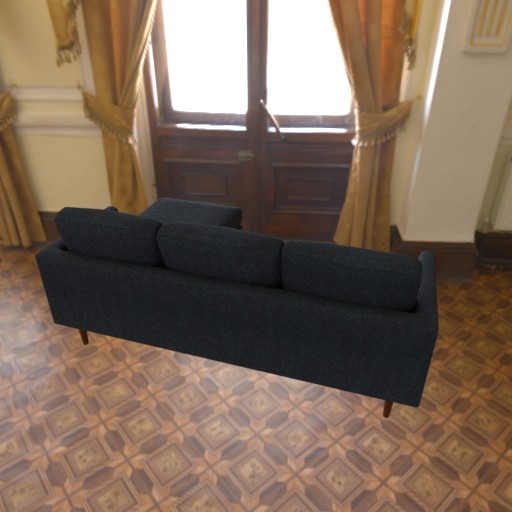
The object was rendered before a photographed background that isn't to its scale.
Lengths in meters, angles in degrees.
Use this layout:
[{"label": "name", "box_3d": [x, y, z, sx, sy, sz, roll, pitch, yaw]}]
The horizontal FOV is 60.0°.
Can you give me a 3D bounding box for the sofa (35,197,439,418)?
[{"label": "sofa", "box_3d": [0.000, 0.000, 2.999, 2.233, 0.956, 1.504, 9, 31, 15]}]
